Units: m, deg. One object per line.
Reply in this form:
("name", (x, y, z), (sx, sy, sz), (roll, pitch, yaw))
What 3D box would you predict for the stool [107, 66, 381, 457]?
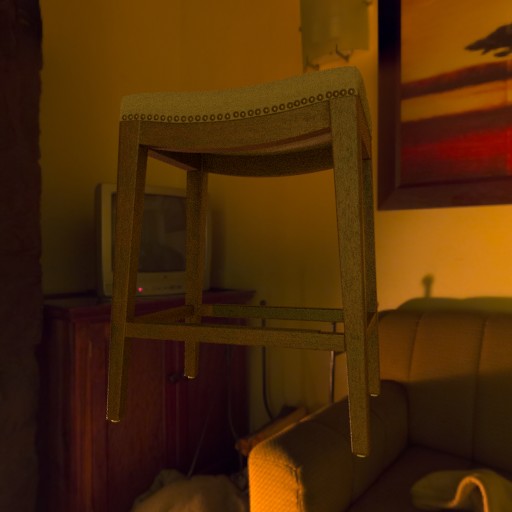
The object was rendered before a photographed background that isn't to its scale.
("stool", (0.000, 0.000, 0.968), (0.508, 0.660, 0.356), (0, 0, 18))
